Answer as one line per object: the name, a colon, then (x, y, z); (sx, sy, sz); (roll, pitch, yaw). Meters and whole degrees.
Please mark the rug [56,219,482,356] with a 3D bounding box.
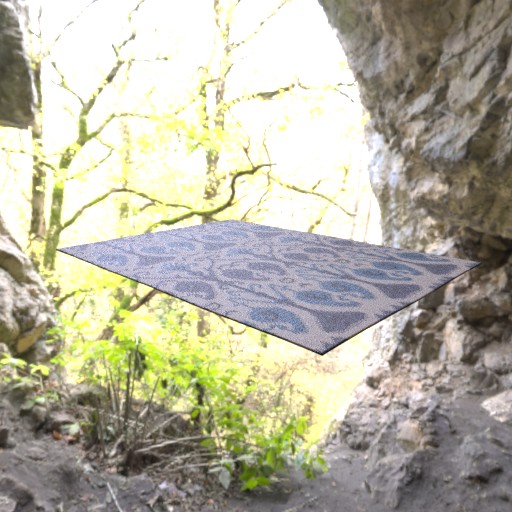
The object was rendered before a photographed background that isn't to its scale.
rug: (0.000, 0.000, 2.905); (2.261, 0.013, 1.676); (14, 20, 42)
